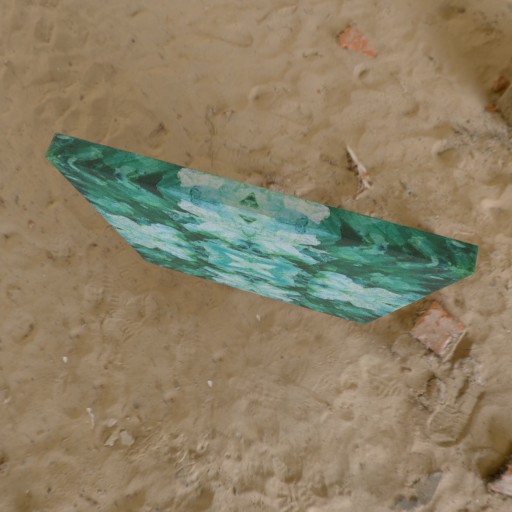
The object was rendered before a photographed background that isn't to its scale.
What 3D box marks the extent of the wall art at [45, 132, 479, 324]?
[{"bbox_3d":[0.000,0.000,0.748,0.507,0.508,0.038,16,76,4],"label":"wall art"}]
